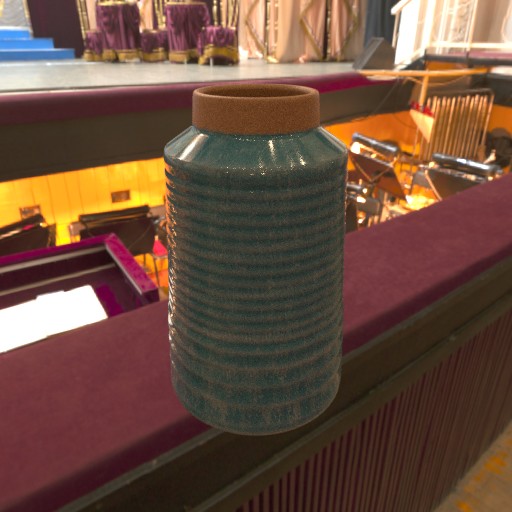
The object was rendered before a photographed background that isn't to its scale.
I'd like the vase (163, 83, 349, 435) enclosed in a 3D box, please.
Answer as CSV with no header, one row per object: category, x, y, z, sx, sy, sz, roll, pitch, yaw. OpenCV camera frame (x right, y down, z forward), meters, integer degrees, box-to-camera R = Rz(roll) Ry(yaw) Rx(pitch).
vase,0.000,0.000,0.378,0.163,0.267,0.163,0,27,0
